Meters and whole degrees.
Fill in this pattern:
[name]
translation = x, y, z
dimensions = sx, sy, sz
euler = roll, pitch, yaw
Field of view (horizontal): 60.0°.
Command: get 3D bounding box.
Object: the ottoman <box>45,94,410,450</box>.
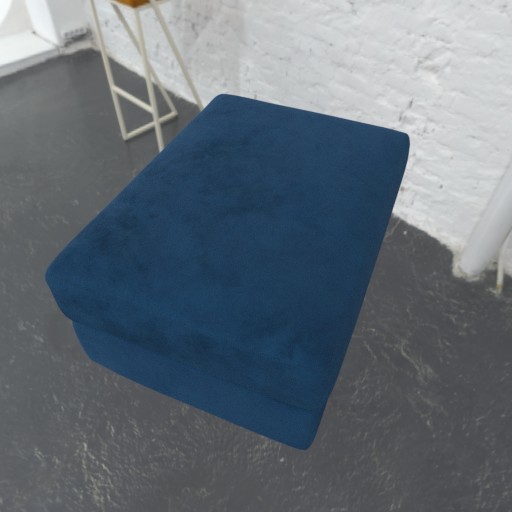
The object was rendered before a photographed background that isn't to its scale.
[ottoman]
translation = 0.000, 0.000, 1.120
dimensions = 0.572, 0.503, 0.773
euler = 17, 49, 15
